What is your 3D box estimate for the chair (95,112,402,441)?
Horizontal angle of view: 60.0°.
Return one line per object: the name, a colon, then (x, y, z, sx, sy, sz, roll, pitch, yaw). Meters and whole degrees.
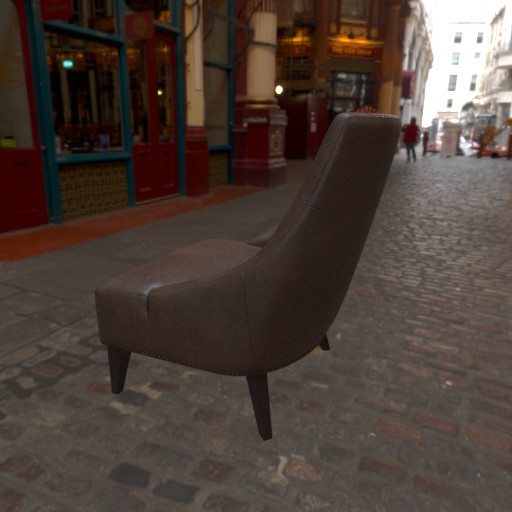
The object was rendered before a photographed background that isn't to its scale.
chair: (0.000, 0.000, 1.506, 0.861, 0.909, 0.701, 8, 18, 24)
